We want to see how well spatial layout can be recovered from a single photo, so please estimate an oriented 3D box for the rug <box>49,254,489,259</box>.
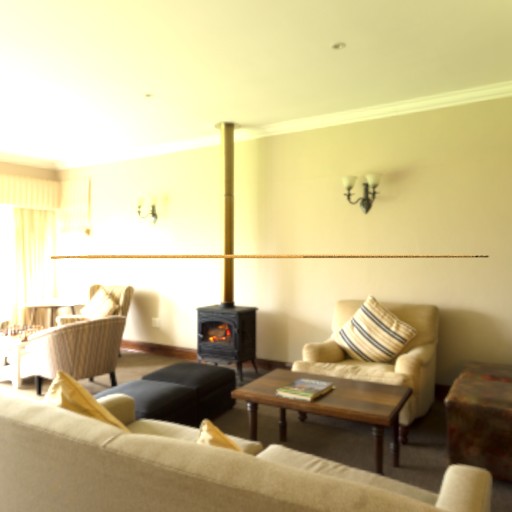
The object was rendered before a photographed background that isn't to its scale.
[{"bbox_3d":[0.000,0.000,2.966,2.312,0.013,1.600,0,0,-17],"label":"rug"}]
